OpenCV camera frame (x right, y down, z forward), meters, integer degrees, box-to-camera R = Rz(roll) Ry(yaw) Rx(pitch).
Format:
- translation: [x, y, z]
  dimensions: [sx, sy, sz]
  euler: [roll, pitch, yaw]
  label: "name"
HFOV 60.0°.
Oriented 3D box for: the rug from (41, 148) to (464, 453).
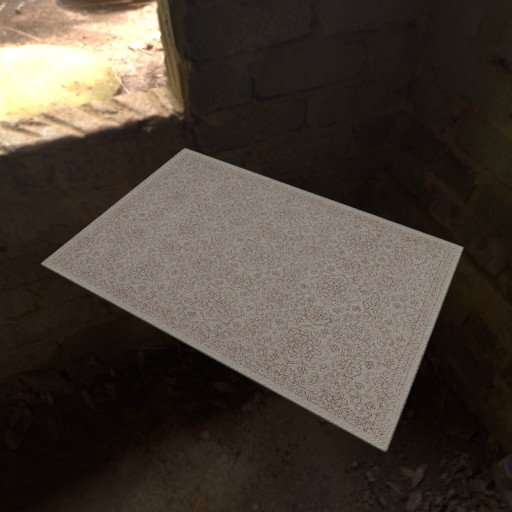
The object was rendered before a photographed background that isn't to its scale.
- translation: [0.000, 0.000, 2.295]
  dimensions: [1.829, 0.010, 1.219]
  euler: [23, 51, 20]
  label: "rug"
